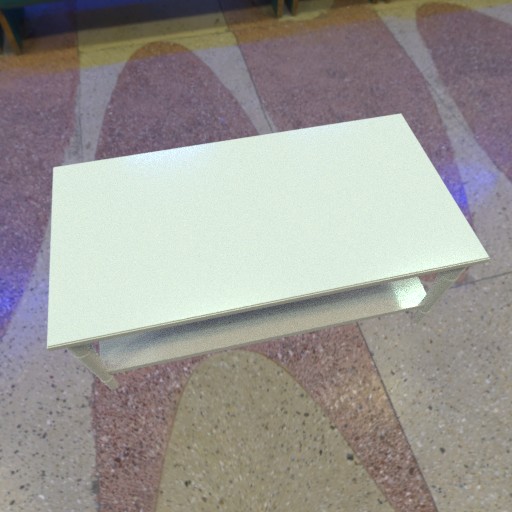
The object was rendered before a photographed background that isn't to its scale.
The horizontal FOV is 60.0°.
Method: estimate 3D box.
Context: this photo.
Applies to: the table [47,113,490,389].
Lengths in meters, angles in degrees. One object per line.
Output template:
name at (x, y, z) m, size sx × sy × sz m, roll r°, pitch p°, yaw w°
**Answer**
table at (0.000, 0.000, 1.373) m, size 1.067 × 0.457 × 0.559 m, roll -11°, pitch 57°, yaw -7°
